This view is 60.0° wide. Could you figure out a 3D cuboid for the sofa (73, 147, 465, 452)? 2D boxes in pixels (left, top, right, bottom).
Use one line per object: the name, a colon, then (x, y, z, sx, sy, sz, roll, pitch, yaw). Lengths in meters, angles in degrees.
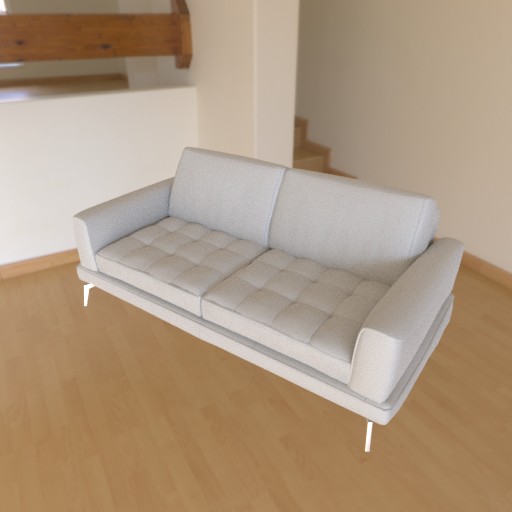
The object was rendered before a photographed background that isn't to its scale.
sofa: (0.000, 0.000, 2.679, 2.177, 0.930, 1.121, 19, 34, 30)
